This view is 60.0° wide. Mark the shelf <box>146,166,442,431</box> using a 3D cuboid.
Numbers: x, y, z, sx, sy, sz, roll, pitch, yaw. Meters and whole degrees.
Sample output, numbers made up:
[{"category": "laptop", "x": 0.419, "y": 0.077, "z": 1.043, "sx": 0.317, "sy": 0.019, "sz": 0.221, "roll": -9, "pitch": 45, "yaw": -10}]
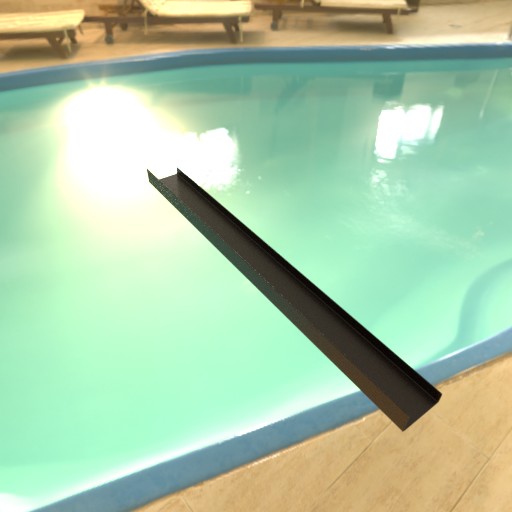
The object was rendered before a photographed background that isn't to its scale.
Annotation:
[{"category": "shelf", "x": 0.000, "y": 0.000, "z": 0.993, "sx": 0.092, "sy": 0.049, "sz": 0.924, "roll": -25, "pitch": 47, "yaw": -26}]
